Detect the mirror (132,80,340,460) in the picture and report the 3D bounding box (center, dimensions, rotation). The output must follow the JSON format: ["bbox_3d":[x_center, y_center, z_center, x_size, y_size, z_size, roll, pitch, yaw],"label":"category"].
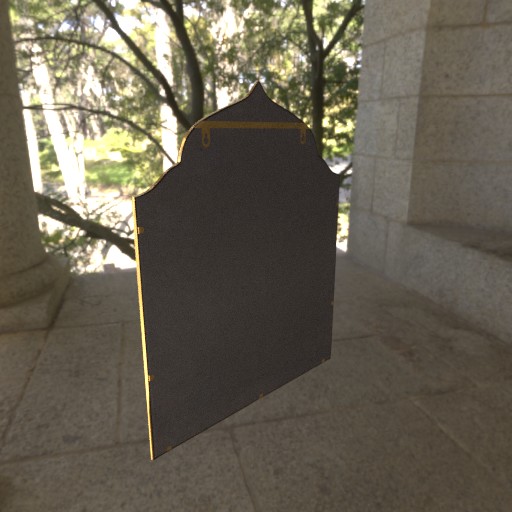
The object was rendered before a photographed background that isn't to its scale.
[{"bbox_3d":[0.000,0.000,0.860,0.513,0.635,0.018,-15,22,-42],"label":"mirror"}]
